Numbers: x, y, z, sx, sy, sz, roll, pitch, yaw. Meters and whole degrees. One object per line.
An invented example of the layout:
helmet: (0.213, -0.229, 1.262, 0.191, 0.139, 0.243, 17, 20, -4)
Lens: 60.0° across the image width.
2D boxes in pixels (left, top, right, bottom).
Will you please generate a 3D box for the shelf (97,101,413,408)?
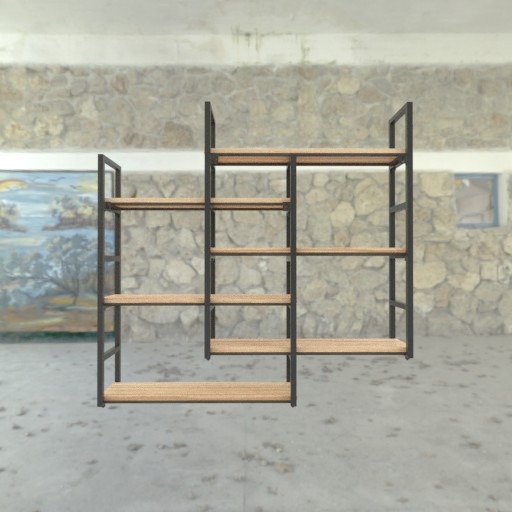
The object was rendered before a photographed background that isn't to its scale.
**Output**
shelf: (0.000, 0.000, 1.411, 0.946, 0.921, 0.183, 0, 0, 0)
